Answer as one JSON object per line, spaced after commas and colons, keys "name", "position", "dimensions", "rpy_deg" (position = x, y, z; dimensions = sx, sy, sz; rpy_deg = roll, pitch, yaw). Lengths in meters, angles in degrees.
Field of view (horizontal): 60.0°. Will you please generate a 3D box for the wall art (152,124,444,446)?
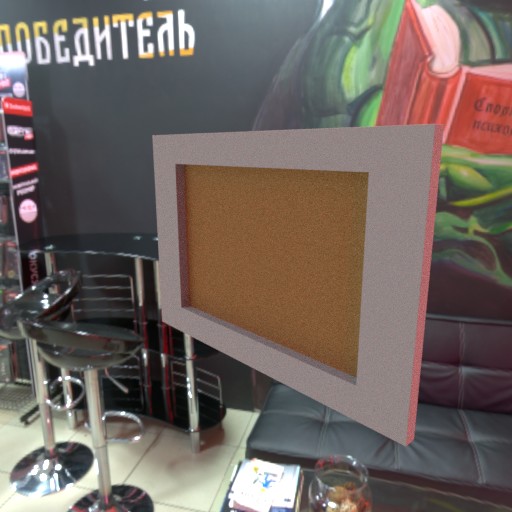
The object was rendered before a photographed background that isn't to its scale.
{"name": "wall art", "position": [0.000, 0.000, 1.141], "dimensions": [0.033, 0.617, 0.906], "rpy_deg": [-12, 18, -42]}
